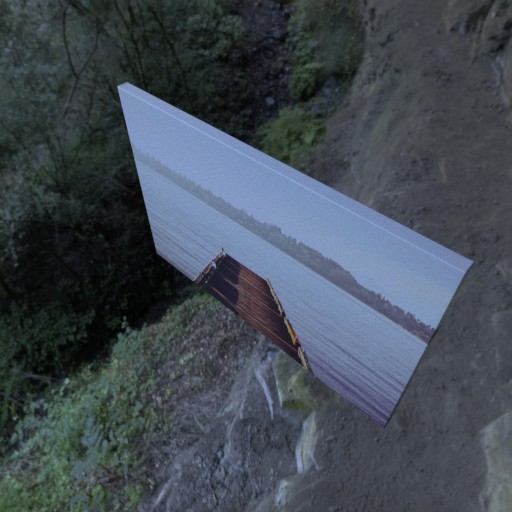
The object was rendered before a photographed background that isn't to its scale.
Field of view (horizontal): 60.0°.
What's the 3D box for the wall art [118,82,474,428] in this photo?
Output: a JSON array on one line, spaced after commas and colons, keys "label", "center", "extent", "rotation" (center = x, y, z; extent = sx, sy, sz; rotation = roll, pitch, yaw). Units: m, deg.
[{"label": "wall art", "center": [0.000, 0.000, 1.417], "extent": [1.149, 0.765, 0.040], "rotation": [34, 55, 27]}]
